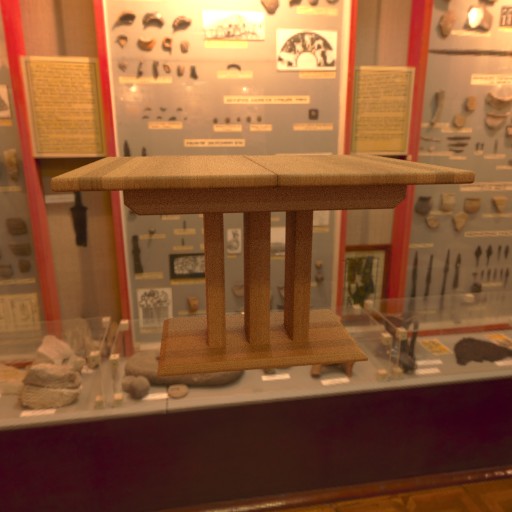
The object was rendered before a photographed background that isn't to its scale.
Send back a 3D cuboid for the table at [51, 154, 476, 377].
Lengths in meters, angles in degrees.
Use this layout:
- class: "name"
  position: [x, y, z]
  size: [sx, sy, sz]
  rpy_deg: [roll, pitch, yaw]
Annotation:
- class: "table"
  position: [0.000, 0.000, 1.864]
  size: [1.300, 0.770, 0.900]
  rpy_deg: [-2, 17, -8]
